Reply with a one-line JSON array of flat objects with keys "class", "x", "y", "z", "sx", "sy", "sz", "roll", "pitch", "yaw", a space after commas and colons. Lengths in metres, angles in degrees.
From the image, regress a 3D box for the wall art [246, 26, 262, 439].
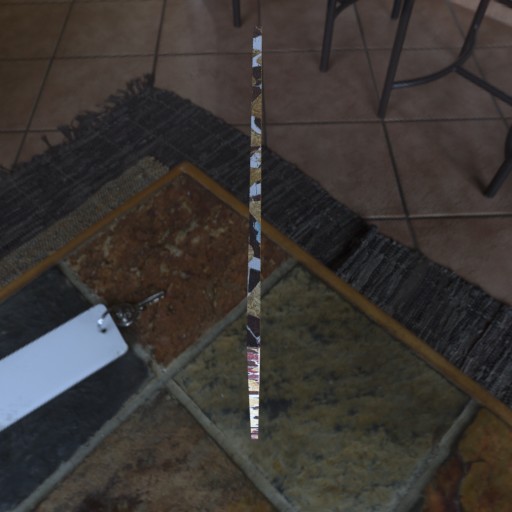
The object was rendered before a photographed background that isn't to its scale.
[{"class": "wall art", "x": 0.000, "y": 0.000, "z": 0.604, "sx": 0.010, "sy": 0.406, "sz": 0.404, "roll": 0, "pitch": 59, "yaw": 0}]
